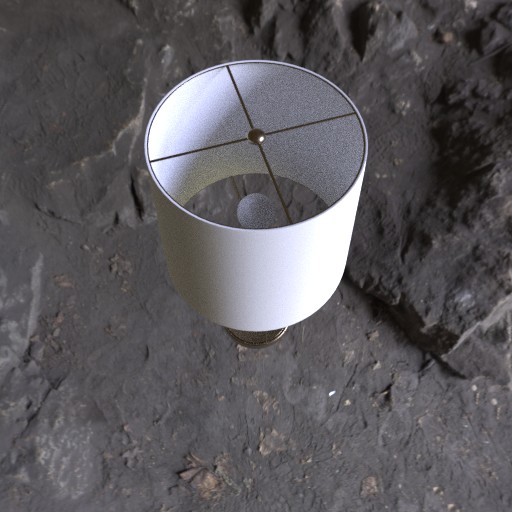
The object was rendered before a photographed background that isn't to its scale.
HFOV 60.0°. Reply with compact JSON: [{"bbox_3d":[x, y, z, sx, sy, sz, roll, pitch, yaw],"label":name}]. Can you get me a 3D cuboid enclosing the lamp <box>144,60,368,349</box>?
[{"bbox_3d":[0.000,0.000,0.784,0.303,0.618,0.303,0,63,0],"label":"lamp"}]
